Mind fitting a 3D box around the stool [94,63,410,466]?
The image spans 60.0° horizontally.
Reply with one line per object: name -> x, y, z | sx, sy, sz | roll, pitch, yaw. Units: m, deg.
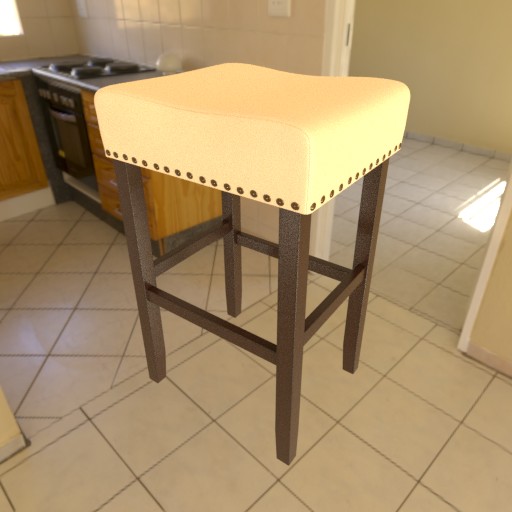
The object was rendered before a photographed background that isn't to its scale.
stool -> 0.000, 0.000, 1.028 | 0.471, 0.762, 0.401 | 20, 37, 30
